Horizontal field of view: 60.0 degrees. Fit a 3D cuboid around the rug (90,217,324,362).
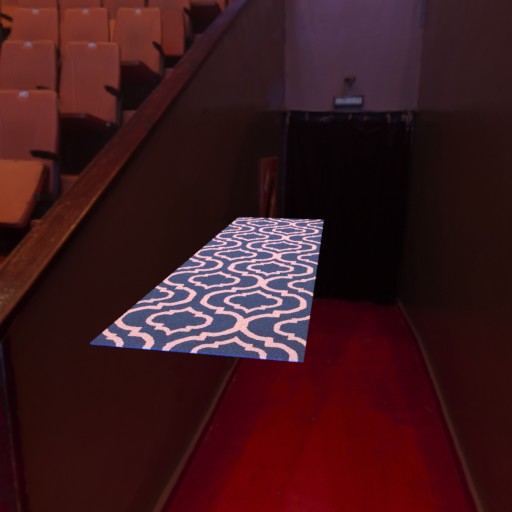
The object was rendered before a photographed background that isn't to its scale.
[{"bbox_3d":[0.000,0.000,2.464,0.685,0.006,2.296,3,15,10],"label":"rug"}]
